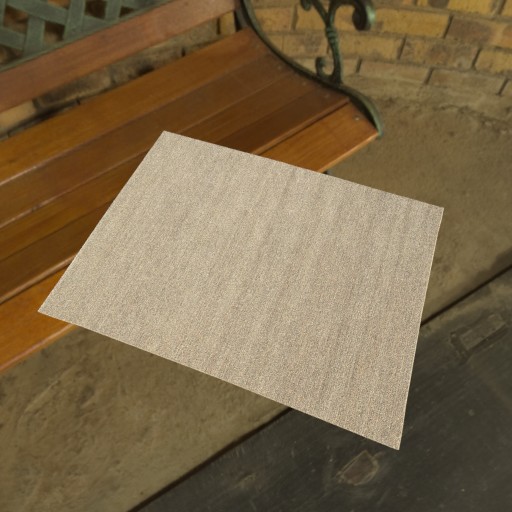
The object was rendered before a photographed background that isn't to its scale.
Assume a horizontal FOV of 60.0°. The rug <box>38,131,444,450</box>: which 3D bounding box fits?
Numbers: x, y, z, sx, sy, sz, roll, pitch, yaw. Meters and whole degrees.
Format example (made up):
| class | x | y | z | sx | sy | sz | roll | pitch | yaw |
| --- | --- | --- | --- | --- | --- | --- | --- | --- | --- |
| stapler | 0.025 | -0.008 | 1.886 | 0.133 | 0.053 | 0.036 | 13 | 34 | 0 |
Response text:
| class | x | y | z | sx | sy | sz | roll | pitch | yaw |
| --- | --- | --- | --- | --- | --- | --- | --- | --- | --- |
| rug | 0.000 | 0.000 | 4.758 | 3.626 | 0.051 | 2.757 | 18 | 60 | 11 |
